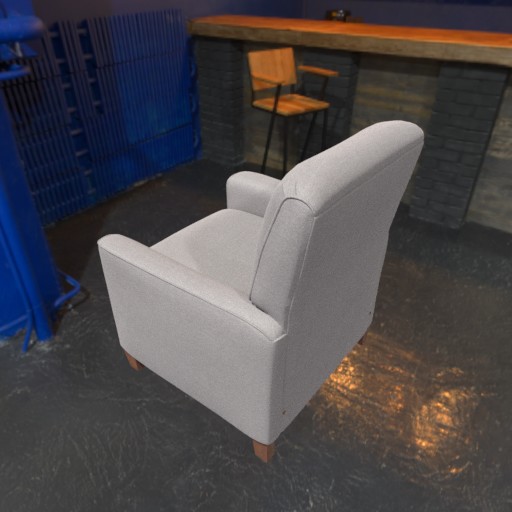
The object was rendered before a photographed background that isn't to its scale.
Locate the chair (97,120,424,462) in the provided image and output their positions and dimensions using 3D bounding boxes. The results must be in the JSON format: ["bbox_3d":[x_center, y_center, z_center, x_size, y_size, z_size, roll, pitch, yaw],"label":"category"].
[{"bbox_3d":[0.000,0.000,1.650,0.859,1.023,0.845,23,39,31],"label":"chair"}]
